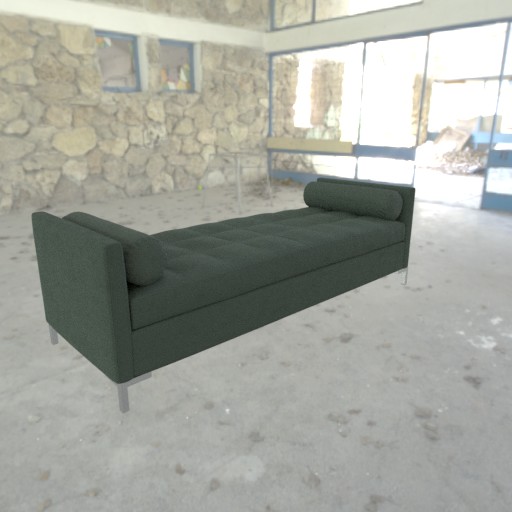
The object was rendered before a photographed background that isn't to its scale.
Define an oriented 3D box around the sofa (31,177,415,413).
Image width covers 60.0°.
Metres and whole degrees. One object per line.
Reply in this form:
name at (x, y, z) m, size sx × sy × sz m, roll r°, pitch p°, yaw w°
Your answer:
sofa at (0.000, 0.000, 2.498) m, size 2.102 × 0.657 × 0.797 m, roll -15°, pitch 22°, yaw -41°
